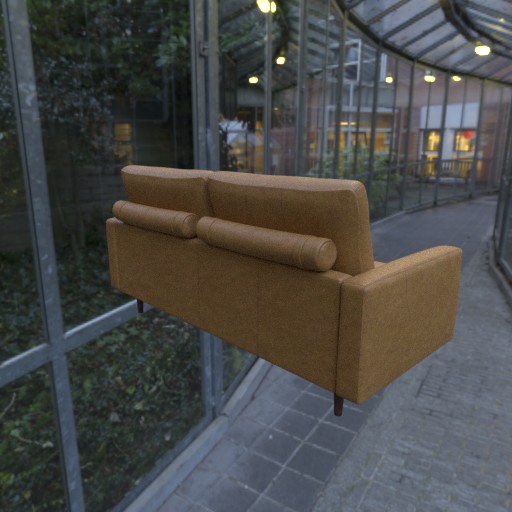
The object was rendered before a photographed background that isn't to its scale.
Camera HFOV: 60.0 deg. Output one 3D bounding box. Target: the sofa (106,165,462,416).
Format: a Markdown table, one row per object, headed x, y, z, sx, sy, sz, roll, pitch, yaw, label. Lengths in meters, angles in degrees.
| x | y | z | sx | sy | sz | roll | pitch | yaw | label |
| --- | --- | --- | --- | --- | --- | --- | --- | --- | --- |
| 0.000 | 0.000 | 2.312 | 0.850 | 0.898 | 1.821 | -14 | 20 | -42 | sofa |
